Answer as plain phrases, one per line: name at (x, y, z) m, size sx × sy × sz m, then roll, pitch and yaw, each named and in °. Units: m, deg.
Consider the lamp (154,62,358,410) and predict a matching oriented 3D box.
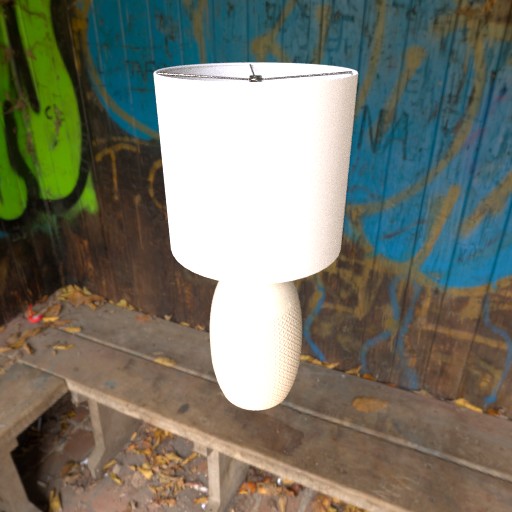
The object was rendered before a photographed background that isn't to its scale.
lamp at (0.000, 0.000, 0.584) m, size 0.217 × 0.453 × 0.217 m, roll -2°, pitch 28°, yaw -4°
